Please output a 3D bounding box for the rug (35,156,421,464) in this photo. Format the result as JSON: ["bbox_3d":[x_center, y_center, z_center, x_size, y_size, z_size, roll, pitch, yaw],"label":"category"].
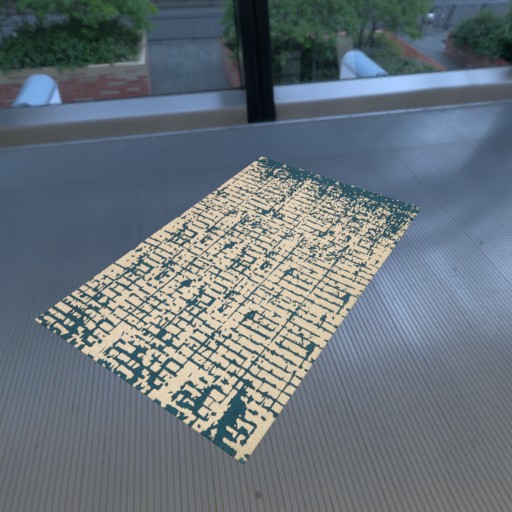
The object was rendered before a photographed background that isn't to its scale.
[{"bbox_3d":[0.000,0.000,3.067,1.517,0.011,2.435,24,46,25],"label":"rug"}]
